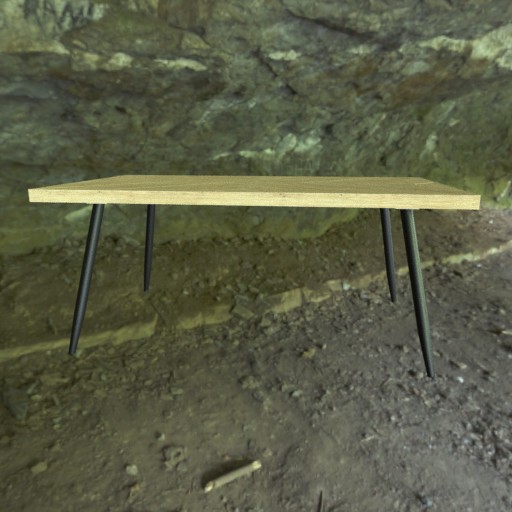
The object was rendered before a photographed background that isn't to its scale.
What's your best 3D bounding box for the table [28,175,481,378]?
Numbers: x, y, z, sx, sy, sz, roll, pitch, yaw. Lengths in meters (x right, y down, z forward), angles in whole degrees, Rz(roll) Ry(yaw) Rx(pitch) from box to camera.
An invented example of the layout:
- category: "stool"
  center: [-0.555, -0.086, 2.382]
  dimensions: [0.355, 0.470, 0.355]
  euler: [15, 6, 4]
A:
- category: "table"
  center: [0.000, 0.000, 2.318]
  dimensions: [1.803, 0.762, 0.991]
  euler: [2, 14, 7]
